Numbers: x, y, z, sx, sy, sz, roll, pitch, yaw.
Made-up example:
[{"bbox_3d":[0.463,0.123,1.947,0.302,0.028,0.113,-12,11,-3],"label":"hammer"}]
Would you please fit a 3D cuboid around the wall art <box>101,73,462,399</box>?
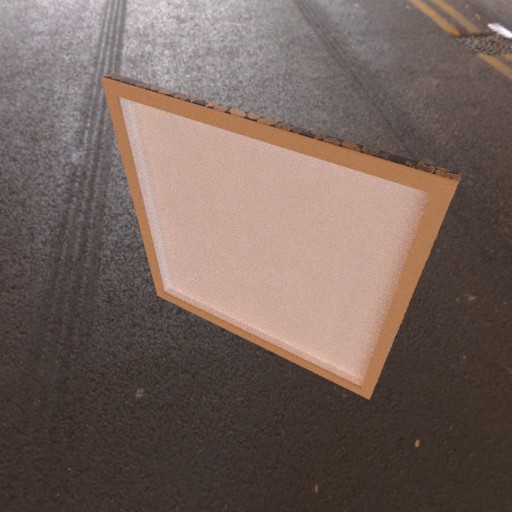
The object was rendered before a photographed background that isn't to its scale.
[{"bbox_3d":[0.000,0.000,1.346,0.914,0.914,0.038,22,50,20],"label":"wall art"}]
